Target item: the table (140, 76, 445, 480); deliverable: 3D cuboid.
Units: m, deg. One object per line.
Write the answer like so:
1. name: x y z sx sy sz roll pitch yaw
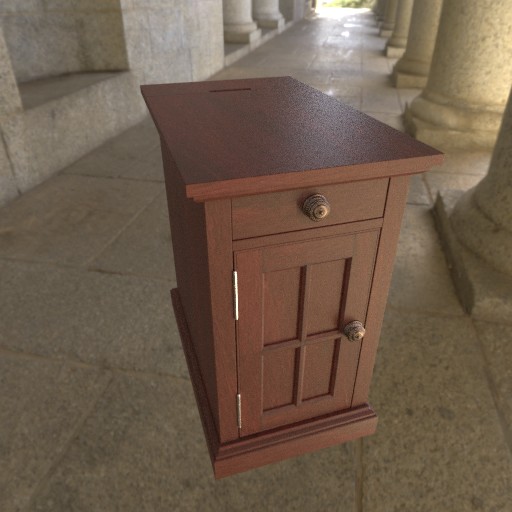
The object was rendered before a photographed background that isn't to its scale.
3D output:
1. table: 0.000 0.000 0.955 0.356 0.612 0.584 -10 33 -15
